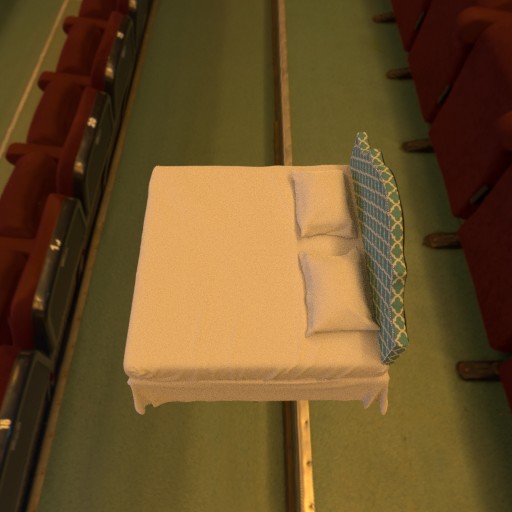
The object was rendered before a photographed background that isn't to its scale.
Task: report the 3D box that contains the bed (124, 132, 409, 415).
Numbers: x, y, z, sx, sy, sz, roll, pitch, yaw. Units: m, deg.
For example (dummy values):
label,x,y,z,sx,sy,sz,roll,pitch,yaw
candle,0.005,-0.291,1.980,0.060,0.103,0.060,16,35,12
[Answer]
label,x,y,z,sx,sy,sz,roll,pitch,yaw
bed,0.000,0.000,3.721,2.222,1.601,2.314,0,58,0
